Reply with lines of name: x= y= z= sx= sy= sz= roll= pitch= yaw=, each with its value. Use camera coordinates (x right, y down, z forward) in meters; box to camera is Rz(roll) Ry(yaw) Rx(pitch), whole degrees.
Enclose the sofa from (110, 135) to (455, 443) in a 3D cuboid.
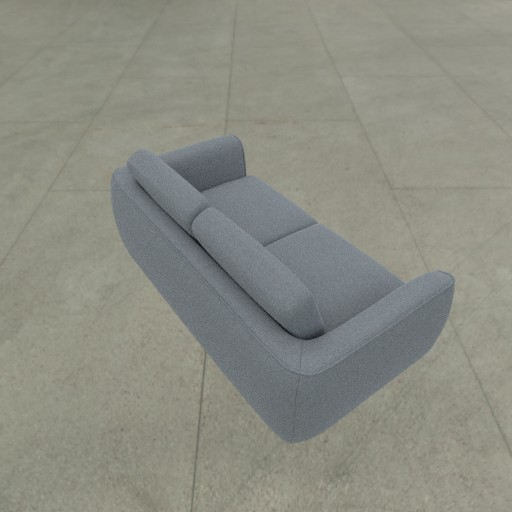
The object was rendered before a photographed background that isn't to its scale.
sofa: x=0.000 y=0.000 z=2.239 sx=0.920 sy=0.850 sz=1.700 roll=-25 pitch=47 yaw=-27
